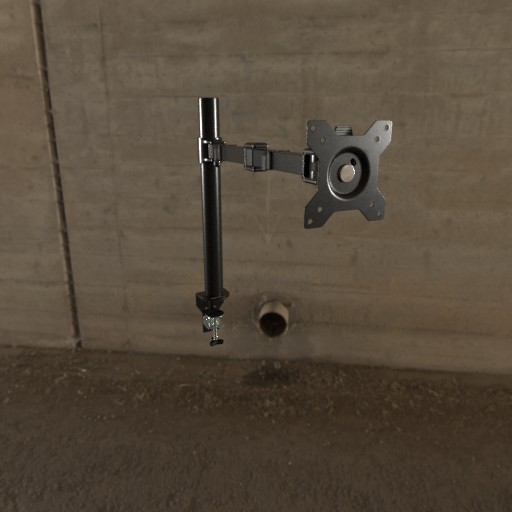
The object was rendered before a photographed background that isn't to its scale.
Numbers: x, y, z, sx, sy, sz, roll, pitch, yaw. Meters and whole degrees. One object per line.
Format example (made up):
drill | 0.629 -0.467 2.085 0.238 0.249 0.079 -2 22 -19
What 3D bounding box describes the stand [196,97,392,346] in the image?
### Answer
stand | 0.000 0.000 0.734 0.115 0.510 0.456 -8 19 -26
